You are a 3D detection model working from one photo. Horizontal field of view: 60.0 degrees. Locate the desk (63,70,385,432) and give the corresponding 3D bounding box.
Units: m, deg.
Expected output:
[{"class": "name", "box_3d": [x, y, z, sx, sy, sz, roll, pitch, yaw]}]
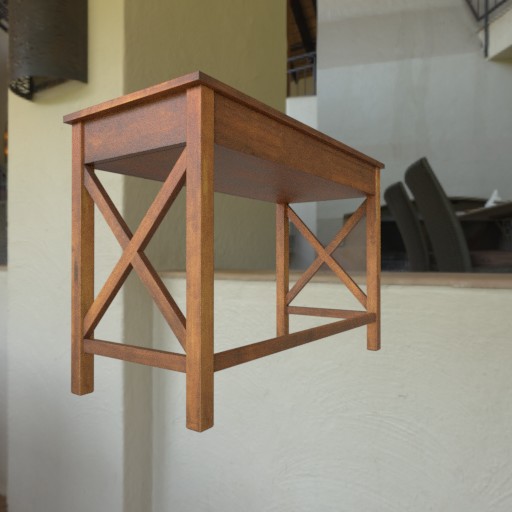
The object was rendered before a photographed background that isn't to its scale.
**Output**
[{"class": "desk", "box_3d": [0.000, 0.000, 1.519, 0.508, 0.762, 1.117, 0, -1, 36]}]
